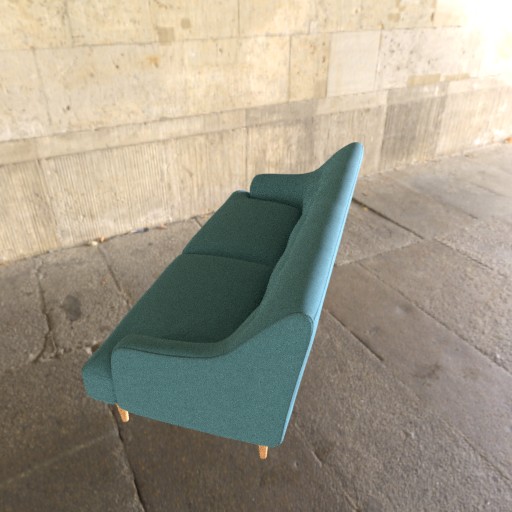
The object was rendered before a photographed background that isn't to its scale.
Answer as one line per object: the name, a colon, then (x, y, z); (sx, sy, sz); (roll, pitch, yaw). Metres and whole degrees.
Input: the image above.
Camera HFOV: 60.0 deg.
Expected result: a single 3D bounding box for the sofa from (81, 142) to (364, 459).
sofa: (0.000, 0.000, 2.549); (0.978, 0.871, 2.057); (9, 32, 14)
